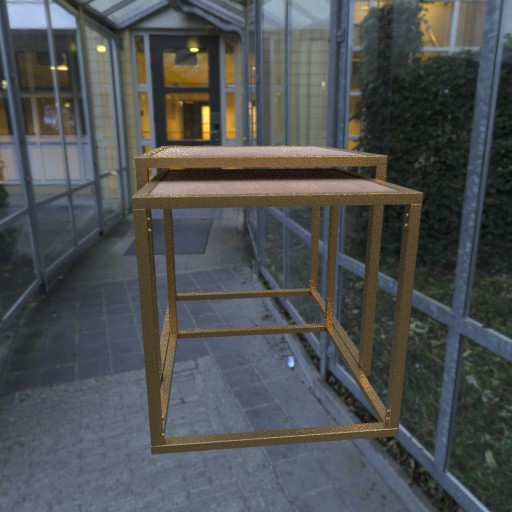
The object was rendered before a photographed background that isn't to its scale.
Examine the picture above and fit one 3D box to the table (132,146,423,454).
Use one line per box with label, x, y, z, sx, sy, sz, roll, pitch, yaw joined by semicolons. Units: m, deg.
table;0.000;0.000;1.102;0.505;0.505;0.762;-2;16;-6
